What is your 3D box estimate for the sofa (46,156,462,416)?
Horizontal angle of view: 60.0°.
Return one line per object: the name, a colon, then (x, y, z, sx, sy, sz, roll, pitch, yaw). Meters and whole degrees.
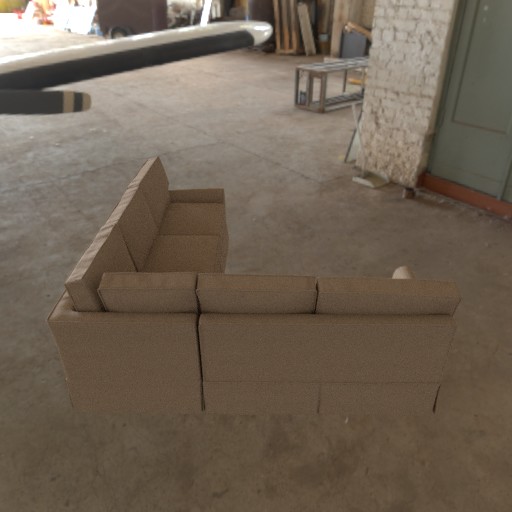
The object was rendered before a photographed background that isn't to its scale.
sofa: (0.000, 0.000, 4.173, 2.730, 1.124, 2.733, 0, 31, 0)
